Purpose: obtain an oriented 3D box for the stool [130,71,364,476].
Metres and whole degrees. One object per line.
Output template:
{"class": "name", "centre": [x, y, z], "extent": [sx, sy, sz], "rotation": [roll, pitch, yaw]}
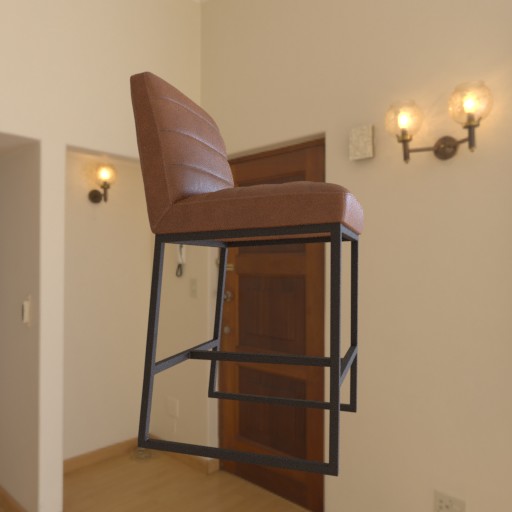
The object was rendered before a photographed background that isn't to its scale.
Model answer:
{"class": "stool", "centre": [0.000, 0.000, 1.227], "extent": [0.556, 0.940, 0.458], "rotation": [0, -1, 18]}
